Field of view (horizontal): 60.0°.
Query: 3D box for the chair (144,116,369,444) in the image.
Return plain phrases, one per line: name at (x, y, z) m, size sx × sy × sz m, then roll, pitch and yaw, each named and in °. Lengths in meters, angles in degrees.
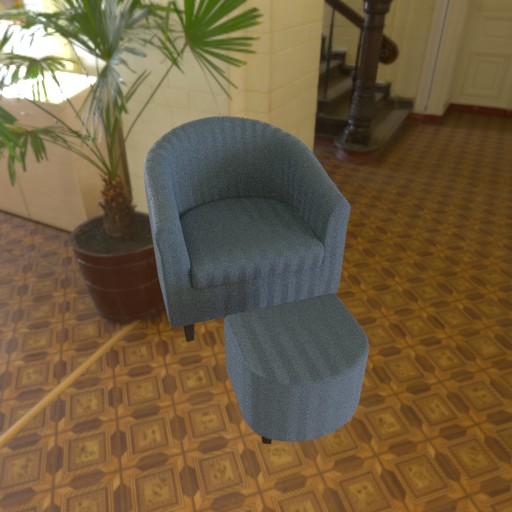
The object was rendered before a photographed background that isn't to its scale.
chair at (0.000, 0.000, 1.750) m, size 0.756 × 0.757 × 1.288 m, roll -10°, pitch 35°, yaw -15°
